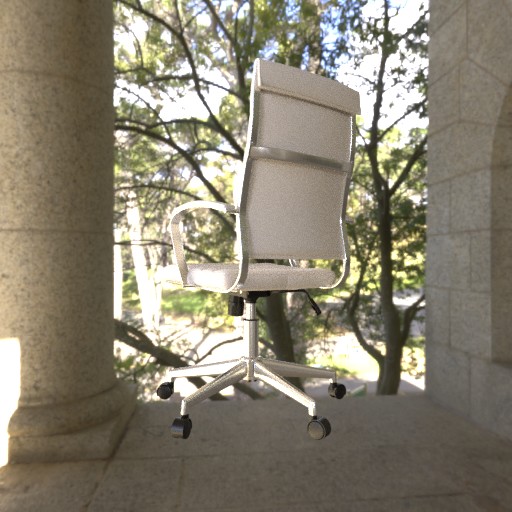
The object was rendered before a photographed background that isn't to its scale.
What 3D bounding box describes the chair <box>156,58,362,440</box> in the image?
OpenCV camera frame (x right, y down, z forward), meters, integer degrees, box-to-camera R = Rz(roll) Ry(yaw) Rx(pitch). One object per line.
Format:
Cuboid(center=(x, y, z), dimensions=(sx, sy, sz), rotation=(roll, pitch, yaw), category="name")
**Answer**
Cuboid(center=(0.000, 0.000, 1.666), dimensions=(0.766, 1.149, 0.739), rotation=(1, -1, -36), category="chair")
